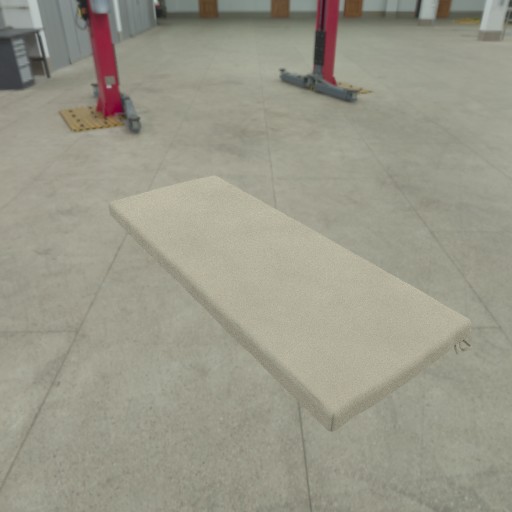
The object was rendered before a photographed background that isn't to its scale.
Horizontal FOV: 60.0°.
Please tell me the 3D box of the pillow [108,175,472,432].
[{"bbox_3d":[0.000,0.000,1.325,0.492,0.081,1.187,-21,37,-30],"label":"pillow"}]
